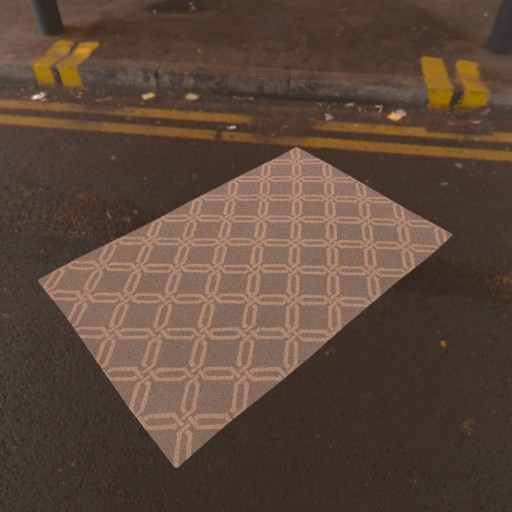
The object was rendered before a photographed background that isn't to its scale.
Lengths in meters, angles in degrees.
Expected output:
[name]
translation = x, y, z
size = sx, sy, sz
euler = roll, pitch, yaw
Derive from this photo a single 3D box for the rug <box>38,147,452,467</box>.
[rug]
translation = 0.000, 0.000, 2.197
size = 1.754, 0.010, 1.148
euler = -33, 54, -28
